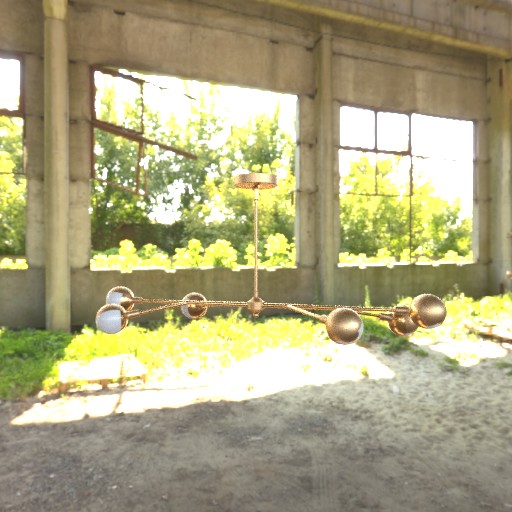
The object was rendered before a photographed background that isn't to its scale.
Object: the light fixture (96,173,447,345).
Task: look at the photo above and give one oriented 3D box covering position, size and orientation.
[{"bbox_3d":[0.000,0.000,1.017,0.778,0.362,0.434,0,0,35],"label":"light fixture"}]
